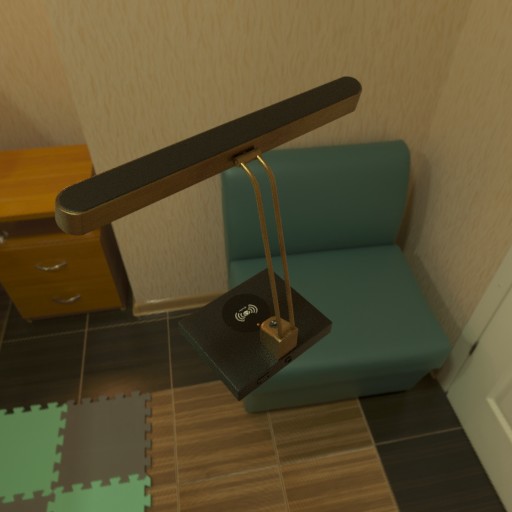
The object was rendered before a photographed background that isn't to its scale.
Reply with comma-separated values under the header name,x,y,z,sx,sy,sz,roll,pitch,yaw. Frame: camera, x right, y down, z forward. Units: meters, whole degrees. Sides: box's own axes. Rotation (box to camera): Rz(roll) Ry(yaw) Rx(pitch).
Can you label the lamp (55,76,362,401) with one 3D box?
name,x,y,z,sx,sy,sz,roll,pitch,yaw
lamp,0.000,0.000,0.584,0.412,0.345,0.156,-30,52,-27
